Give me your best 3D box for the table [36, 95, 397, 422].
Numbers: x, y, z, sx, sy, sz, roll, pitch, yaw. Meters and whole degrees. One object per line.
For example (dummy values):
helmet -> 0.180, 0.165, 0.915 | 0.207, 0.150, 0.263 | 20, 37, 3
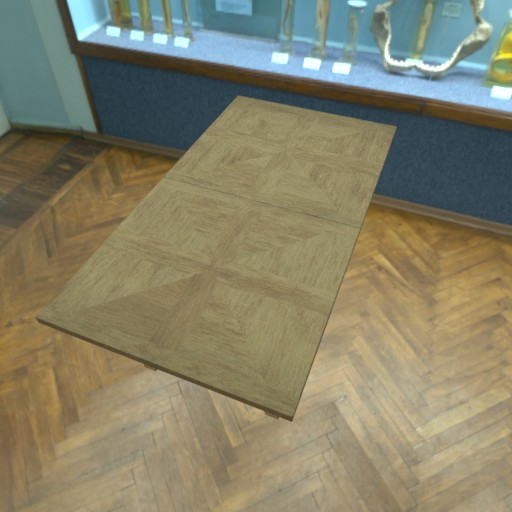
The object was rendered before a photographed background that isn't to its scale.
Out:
table -> 0.000, 0.000, 2.403 | 1.016, 0.768, 1.881 | 16, 49, 15
